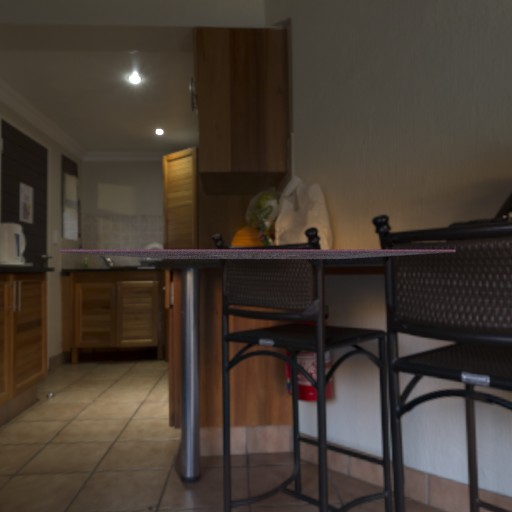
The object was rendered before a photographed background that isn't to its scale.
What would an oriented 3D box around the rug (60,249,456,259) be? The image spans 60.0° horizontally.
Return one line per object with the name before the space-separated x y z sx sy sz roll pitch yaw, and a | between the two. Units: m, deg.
rug | 0.000 0.000 2.894 1.599 0.011 2.210 0 -1 -1
